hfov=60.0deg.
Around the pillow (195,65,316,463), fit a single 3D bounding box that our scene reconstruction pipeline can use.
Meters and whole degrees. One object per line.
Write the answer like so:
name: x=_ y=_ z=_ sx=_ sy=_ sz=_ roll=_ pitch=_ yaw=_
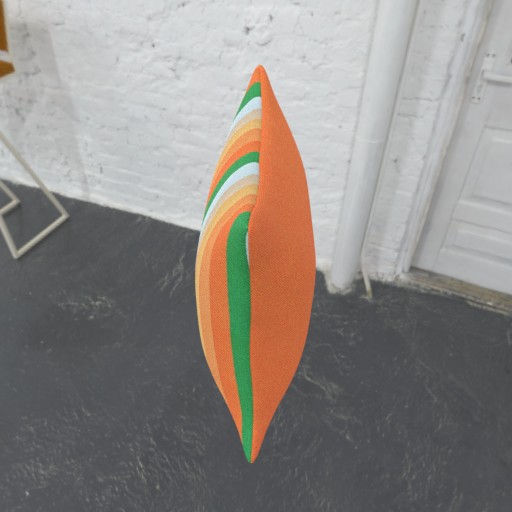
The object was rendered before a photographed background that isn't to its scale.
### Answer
pillow: x=0.000 y=0.000 z=0.694 sx=0.169 sy=0.444 sz=0.453 roll=1 pitch=40 yaw=1
